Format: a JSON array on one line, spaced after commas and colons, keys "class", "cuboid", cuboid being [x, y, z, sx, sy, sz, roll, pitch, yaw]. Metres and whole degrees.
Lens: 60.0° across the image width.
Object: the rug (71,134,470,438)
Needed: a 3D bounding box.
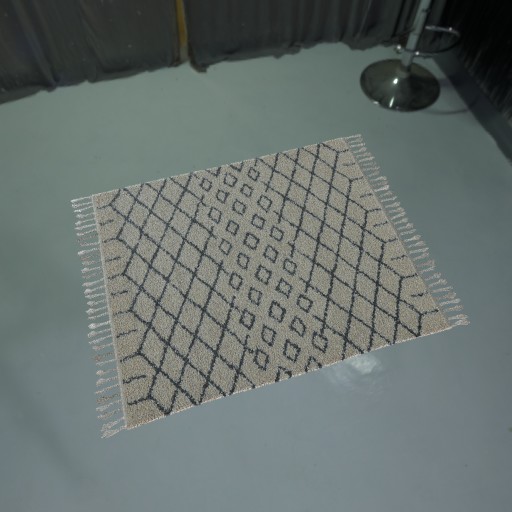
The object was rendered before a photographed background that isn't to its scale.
[{"class": "rug", "cuboid": [0.000, 0.000, 4.176, 3.213, 0.030, 2.388, -15, 60, -9]}]
